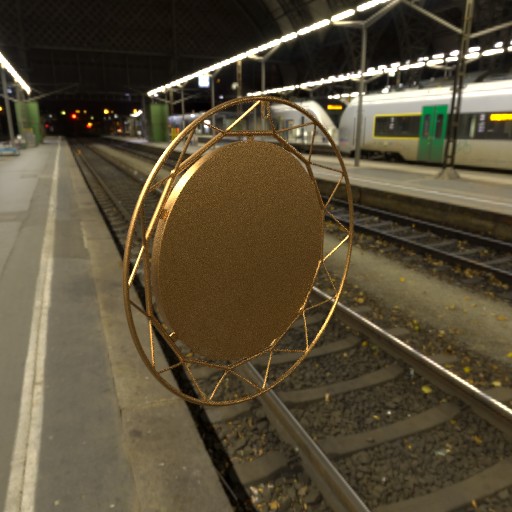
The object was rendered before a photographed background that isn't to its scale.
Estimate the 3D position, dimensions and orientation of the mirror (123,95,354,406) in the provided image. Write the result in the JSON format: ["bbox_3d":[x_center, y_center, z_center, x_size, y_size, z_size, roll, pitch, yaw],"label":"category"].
[{"bbox_3d":[0.000,0.000,0.668,0.454,0.454,0.043,-15,22,-42],"label":"mirror"}]
